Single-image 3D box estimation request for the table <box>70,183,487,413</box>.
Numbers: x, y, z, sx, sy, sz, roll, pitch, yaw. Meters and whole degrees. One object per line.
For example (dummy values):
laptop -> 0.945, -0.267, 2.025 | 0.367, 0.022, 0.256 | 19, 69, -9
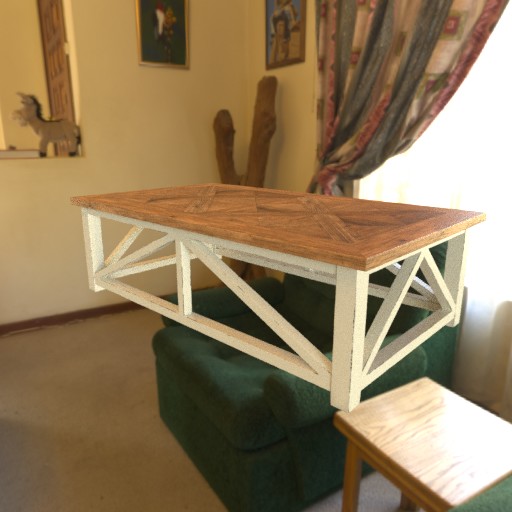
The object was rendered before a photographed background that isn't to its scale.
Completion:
table -> 0.000, 0.000, 1.740 | 1.400, 0.410, 0.800 | 14, 21, 41
